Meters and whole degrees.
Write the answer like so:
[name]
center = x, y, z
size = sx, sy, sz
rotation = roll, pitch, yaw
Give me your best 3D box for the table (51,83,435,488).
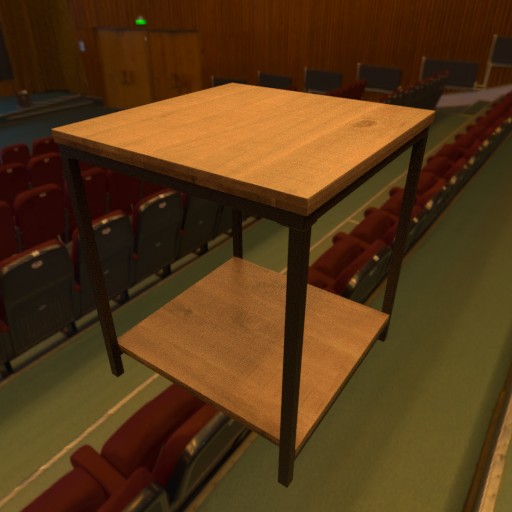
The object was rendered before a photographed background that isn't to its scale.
[table]
center = 0.000, 0.000, 0.968
size = 0.503, 0.589, 0.507
rotation = 20, 37, 29
